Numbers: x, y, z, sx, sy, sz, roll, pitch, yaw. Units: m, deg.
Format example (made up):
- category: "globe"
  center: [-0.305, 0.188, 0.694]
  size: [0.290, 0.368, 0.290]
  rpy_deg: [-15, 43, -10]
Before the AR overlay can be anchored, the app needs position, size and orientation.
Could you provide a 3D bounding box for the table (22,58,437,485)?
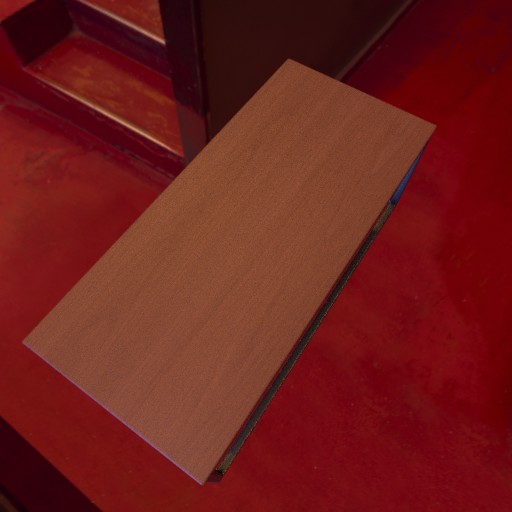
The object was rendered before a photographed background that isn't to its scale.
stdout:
- category: "table"
  center: [0.000, 0.000, 1.295]
  size: [0.500, 0.400, 1.100]
  rpy_deg: [31, 67, 15]
